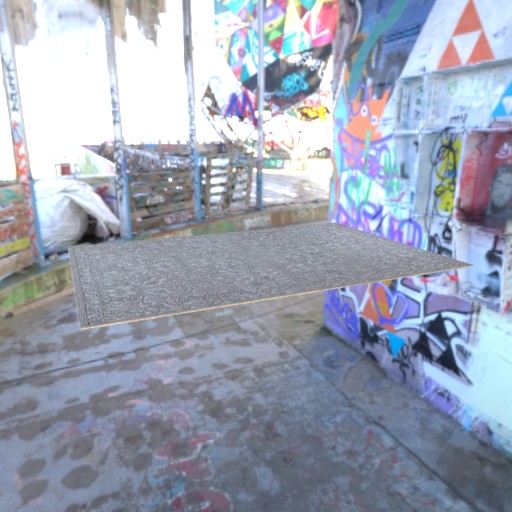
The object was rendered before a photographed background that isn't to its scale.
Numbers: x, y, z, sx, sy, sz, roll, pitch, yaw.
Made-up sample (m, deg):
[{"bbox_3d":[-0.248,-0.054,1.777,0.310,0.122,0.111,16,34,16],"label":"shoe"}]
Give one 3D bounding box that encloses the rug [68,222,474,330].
[{"bbox_3d":[0.000,0.000,2.375,1.827,0.006,1.221,-7,17,-23],"label":"rug"}]
